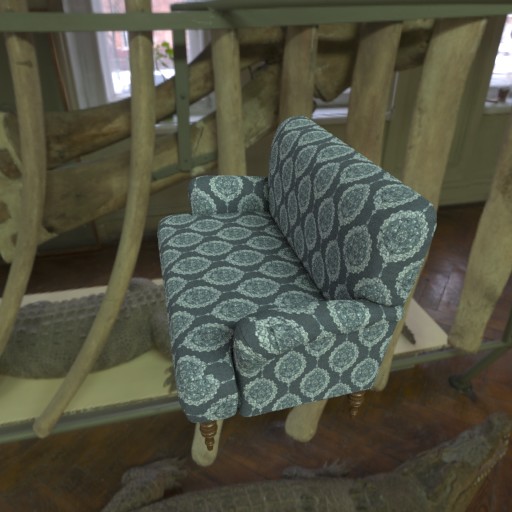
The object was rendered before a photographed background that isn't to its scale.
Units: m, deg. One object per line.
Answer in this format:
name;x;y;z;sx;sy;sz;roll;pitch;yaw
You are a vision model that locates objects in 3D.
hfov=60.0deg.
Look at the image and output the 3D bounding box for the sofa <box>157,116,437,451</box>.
sofa;0.000;0.000;1.847;0.779;0.867;1.297;-7;31;-12
